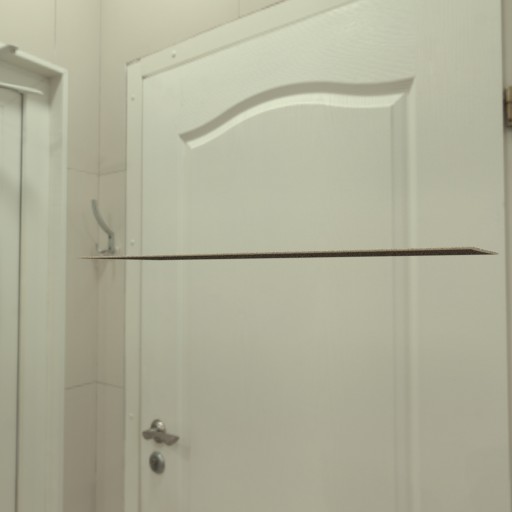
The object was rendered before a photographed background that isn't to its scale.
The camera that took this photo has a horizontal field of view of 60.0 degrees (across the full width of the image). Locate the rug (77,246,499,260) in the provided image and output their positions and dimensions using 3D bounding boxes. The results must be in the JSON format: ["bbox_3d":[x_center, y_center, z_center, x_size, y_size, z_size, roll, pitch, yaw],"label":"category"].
[{"bbox_3d":[0.000,0.000,2.603,2.435,0.009,0.750,-1,-2,35],"label":"rug"}]
